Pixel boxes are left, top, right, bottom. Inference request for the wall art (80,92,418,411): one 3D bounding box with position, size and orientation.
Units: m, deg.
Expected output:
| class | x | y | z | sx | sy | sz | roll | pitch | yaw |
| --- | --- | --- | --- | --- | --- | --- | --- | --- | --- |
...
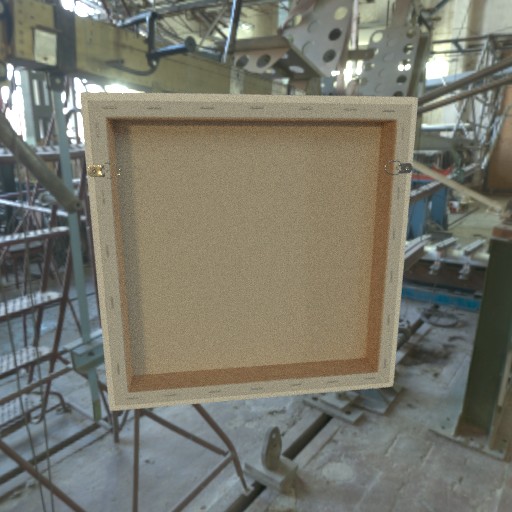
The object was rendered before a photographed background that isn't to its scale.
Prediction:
| class | x | y | z | sx | sy | sz | roll | pitch | yaw |
| --- | --- | --- | --- | --- | --- | --- | --- | --- | --- |
| wall art | 0.000 | 0.000 | 0.445 | 0.303 | 0.304 | 0.036 | -2 | 15 | -8 |
